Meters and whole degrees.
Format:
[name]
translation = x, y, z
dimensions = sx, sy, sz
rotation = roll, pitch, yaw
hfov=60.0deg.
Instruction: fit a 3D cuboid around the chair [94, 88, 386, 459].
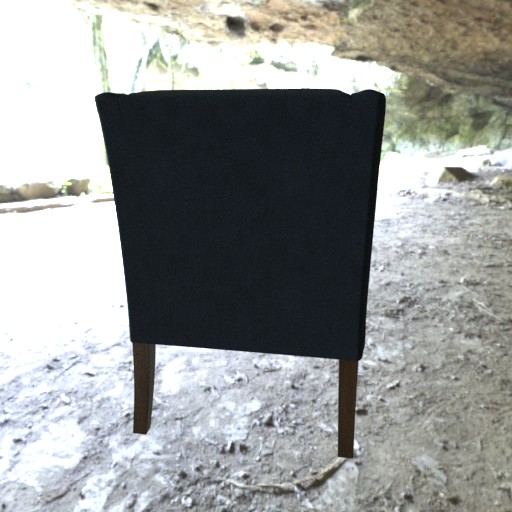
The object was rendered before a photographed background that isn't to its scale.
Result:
[chair]
translation = 0.000, 0.000, 1.313
dimensions = 0.629, 0.895, 0.629
rotation = 3, 17, 9
